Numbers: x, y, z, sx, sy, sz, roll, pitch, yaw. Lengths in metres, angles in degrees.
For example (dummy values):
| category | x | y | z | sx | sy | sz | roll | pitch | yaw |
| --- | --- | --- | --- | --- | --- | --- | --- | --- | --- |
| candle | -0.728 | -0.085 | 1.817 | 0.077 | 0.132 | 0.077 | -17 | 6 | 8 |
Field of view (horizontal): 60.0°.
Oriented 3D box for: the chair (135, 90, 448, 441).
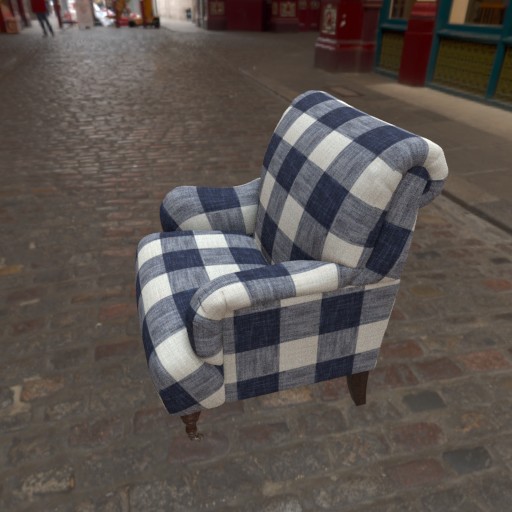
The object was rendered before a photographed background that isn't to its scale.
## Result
| category | x | y | z | sx | sy | sz | roll | pitch | yaw |
| --- | --- | --- | --- | --- | --- | --- | --- | --- | --- |
| chair | 0.000 | 0.000 | 1.551 | 0.848 | 0.953 | 0.781 | -9 | 32 | -14 |
